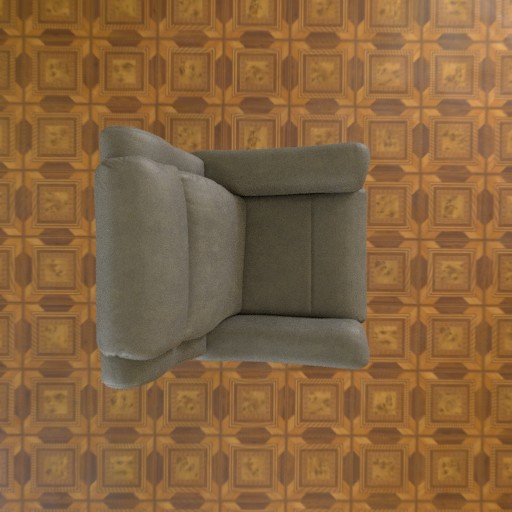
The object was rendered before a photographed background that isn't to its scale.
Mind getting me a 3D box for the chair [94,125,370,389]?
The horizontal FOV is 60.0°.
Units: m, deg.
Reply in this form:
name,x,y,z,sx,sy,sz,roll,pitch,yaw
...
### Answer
name,x,y,z,sx,sy,sz,roll,pitch,yaw
chair,0.000,0.000,1.924,1.068,1.116,0.965,0,91,0
